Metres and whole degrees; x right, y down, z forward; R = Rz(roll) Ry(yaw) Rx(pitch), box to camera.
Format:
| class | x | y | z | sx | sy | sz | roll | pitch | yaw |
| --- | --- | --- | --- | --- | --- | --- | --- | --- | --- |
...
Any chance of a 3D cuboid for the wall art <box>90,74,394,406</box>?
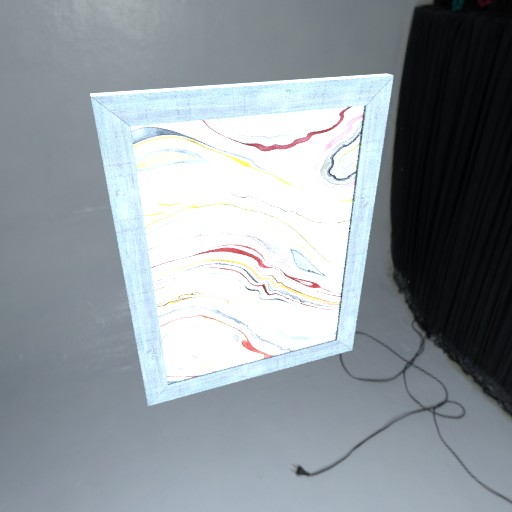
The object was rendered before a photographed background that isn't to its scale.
| class | x | y | z | sx | sy | sz | roll | pitch | yaw |
| --- | --- | --- | --- | --- | --- | --- | --- | --- | --- |
| wall art | 0.000 | 0.000 | 0.834 | 0.481 | 0.613 | 0.020 | -11 | 33 | -17 |
